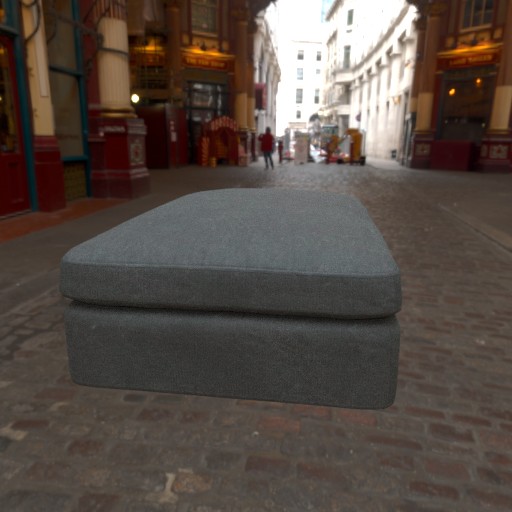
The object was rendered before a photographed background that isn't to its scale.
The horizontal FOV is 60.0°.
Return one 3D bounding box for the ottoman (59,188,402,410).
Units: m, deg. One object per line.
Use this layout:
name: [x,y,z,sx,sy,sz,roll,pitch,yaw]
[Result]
ottoman: [0.000,0.000,1.590,0.840,0.429,1.199,2,15,8]
